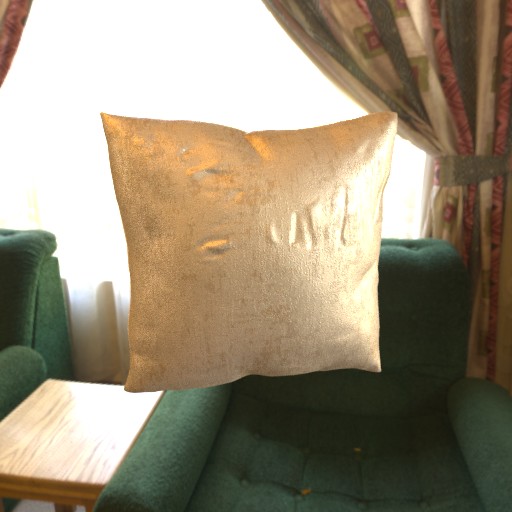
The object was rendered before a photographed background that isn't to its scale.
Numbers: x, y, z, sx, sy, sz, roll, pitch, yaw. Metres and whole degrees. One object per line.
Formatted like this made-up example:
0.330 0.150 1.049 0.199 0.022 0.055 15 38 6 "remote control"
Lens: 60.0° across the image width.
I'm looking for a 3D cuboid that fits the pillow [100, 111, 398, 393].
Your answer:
0.000 0.000 0.719 0.450 0.448 0.245 -2 16 -8 "pillow"
